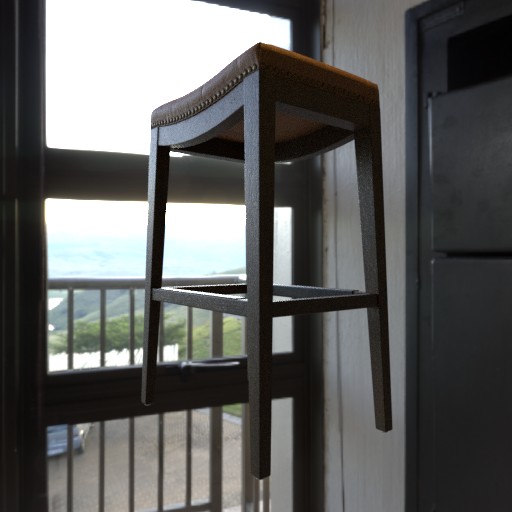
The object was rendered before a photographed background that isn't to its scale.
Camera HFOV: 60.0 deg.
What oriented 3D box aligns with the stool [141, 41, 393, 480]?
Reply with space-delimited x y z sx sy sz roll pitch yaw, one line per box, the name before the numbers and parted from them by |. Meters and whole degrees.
stool | 0.000 0.000 1.047 0.361 0.759 0.500 0 0 -37
